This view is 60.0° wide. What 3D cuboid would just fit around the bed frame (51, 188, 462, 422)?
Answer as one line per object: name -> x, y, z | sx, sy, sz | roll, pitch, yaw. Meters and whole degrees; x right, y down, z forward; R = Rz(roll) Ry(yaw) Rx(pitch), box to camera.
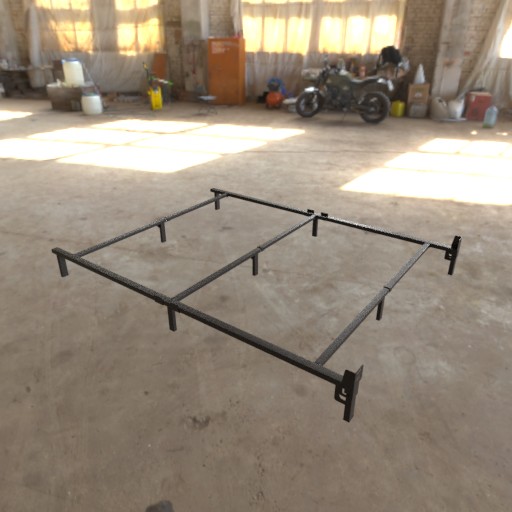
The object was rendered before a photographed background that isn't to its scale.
bed frame -> 0.000, 0.000, 2.716 | 1.990, 0.248, 1.498 | 18, 32, 32
